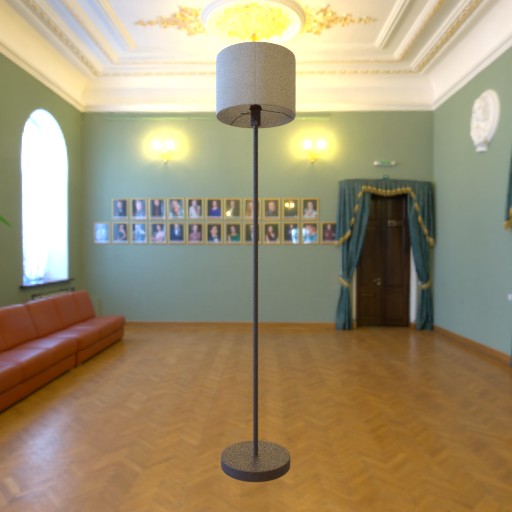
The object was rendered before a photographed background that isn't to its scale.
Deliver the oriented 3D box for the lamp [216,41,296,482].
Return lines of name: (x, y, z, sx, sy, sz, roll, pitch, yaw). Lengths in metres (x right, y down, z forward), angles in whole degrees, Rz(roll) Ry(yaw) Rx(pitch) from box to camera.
lamp: (0.000, 0.000, 1.770, 0.324, 1.600, 0.416, 0, 1, -1)
